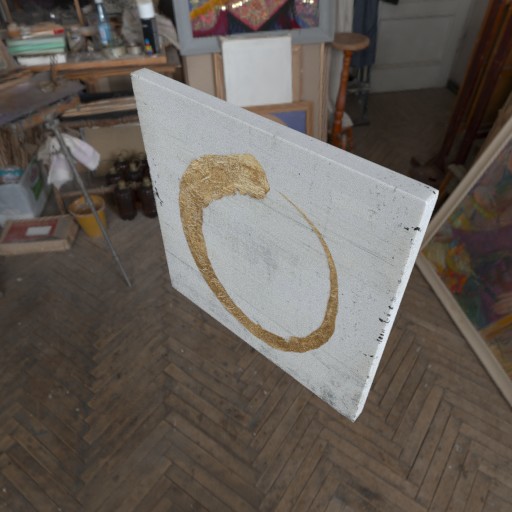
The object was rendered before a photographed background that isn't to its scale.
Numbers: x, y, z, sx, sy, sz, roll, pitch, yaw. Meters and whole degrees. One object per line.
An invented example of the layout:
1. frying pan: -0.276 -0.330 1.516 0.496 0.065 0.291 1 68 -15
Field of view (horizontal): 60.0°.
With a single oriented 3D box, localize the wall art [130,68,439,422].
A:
1. wall art: 0.000 0.000 0.922 0.610 0.611 0.040 32 52 28
